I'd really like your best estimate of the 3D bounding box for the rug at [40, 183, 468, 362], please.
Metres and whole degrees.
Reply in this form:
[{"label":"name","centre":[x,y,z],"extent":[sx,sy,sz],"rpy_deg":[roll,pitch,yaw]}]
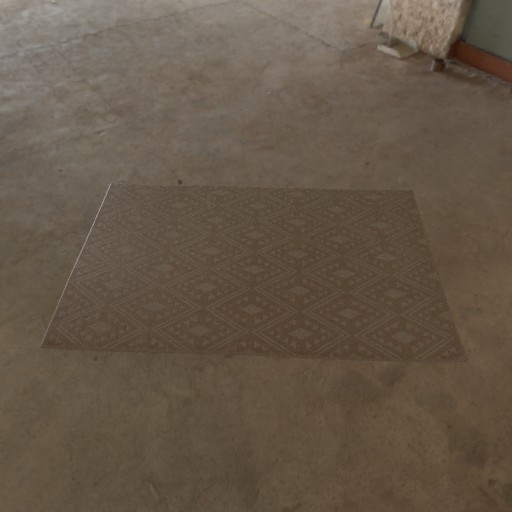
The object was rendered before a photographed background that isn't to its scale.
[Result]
[{"label":"rug","centre":[0.000,0.000,3.048],"extent":[2.430,0.053,1.553],"rpy_deg":[2,47,2]}]
